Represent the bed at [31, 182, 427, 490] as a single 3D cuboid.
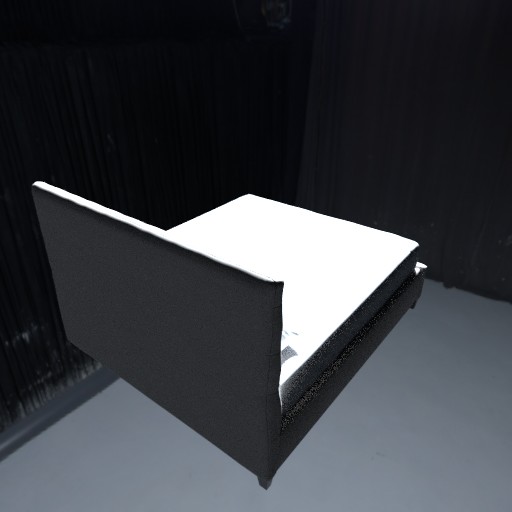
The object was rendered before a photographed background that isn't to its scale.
[{"bbox_3d":[0.000,0.000,3.576,2.078,1.427,2.387,21,35,33],"label":"bed"}]
